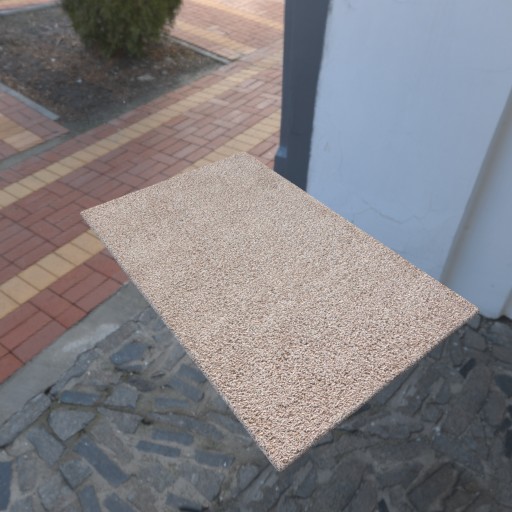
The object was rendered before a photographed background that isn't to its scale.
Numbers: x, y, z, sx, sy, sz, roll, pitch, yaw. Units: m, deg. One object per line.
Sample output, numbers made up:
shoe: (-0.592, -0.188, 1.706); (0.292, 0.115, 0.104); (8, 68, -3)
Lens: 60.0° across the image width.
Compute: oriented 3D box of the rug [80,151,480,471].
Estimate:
rug: (0.000, 0.000, 3.440); (1.778, 0.030, 2.743); (-27, 49, -27)
